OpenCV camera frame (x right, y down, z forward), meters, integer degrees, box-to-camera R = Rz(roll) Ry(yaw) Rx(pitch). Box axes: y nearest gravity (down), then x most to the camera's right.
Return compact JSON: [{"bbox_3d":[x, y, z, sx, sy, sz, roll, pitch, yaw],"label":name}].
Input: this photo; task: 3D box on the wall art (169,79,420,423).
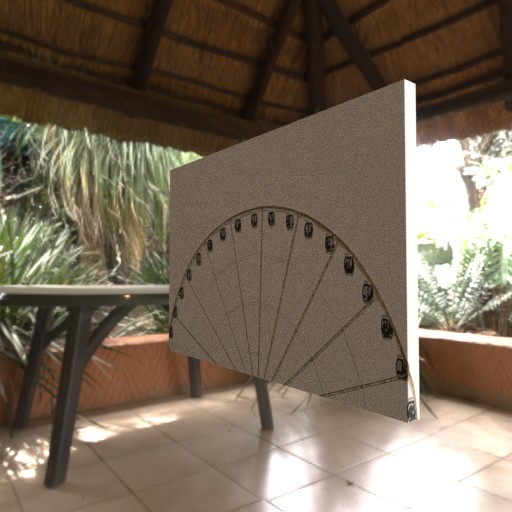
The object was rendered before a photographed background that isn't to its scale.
[{"bbox_3d":[0.000,0.000,1.136,0.038,0.601,0.898,2,-2,-38],"label":"wall art"}]
